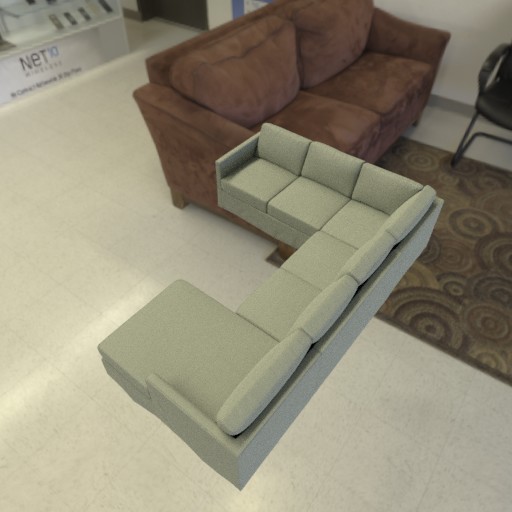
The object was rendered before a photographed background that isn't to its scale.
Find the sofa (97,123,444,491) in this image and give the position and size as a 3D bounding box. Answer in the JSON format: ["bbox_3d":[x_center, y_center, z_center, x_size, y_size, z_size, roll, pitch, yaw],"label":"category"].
[{"bbox_3d":[0.000,0.000,4.509,2.427,0.882,3.460,30,53,26],"label":"sofa"}]
